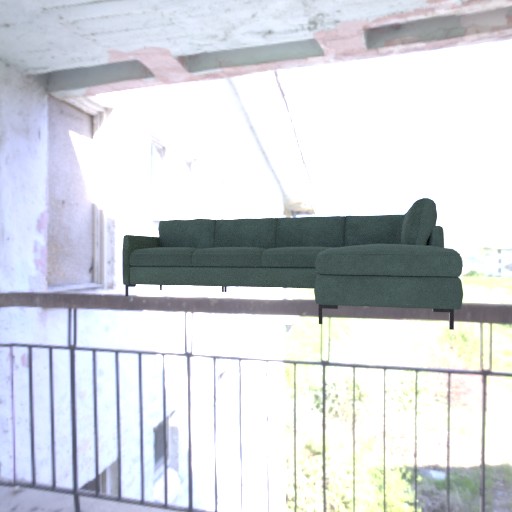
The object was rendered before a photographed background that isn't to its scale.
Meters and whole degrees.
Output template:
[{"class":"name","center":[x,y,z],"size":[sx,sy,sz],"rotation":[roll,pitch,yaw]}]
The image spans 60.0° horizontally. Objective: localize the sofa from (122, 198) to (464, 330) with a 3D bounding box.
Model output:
[{"class":"sofa","center":[0.000,0.000,3.204],"size":[2.486,0.687,1.707],"rotation":[0,0,16]}]
